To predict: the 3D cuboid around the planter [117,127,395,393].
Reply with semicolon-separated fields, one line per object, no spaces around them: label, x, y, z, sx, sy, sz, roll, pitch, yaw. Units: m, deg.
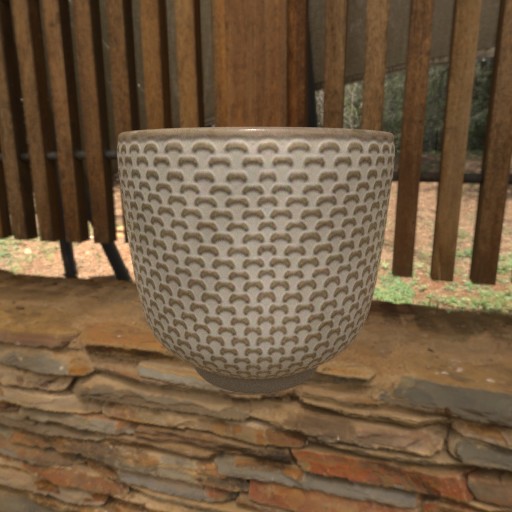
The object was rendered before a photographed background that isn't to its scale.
planter;0.000;0.000;0.303;0.173;0.160;0.173;0;13;0
